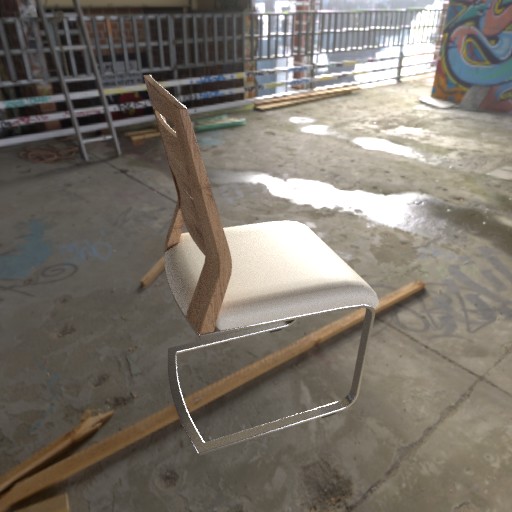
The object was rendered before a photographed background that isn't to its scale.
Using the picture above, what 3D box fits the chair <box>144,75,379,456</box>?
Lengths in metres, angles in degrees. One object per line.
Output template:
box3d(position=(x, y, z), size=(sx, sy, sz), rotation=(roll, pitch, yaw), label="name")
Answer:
box3d(position=(0.000, 0.000, 1.250), size=(0.561, 0.955, 0.457), rotation=(-11, 32, -17), label="chair")
